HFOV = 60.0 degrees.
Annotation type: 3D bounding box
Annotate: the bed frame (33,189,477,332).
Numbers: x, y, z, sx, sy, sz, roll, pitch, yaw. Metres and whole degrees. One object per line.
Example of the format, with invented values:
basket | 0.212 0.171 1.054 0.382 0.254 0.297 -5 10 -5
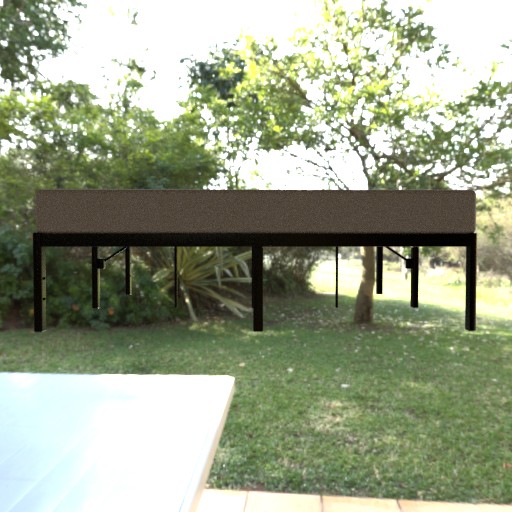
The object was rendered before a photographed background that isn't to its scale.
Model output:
bed frame | 0.000 0.000 2.809 2.072 0.659 1.557 0 2 -1
